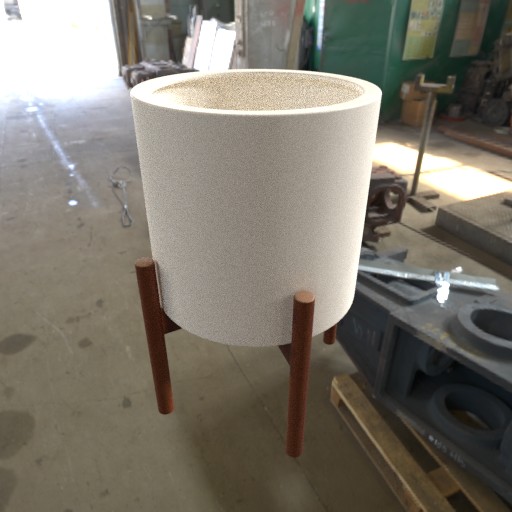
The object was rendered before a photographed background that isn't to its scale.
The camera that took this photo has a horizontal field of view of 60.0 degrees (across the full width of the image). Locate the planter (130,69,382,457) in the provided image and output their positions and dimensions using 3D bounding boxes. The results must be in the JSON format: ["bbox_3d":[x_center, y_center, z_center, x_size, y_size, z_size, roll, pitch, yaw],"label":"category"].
[{"bbox_3d":[0.000,0.000,0.925,0.417,0.670,0.417,10,32,17],"label":"planter"}]
